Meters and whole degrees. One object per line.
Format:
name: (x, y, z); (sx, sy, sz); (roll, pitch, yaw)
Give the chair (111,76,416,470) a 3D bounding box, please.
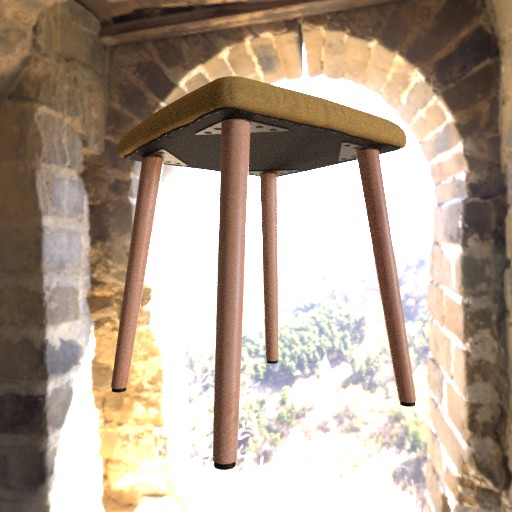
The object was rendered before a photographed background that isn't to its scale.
chair: (0.000, 0.000, 0.692); (0.350, 0.440, 0.350); (0, 0, -37)
